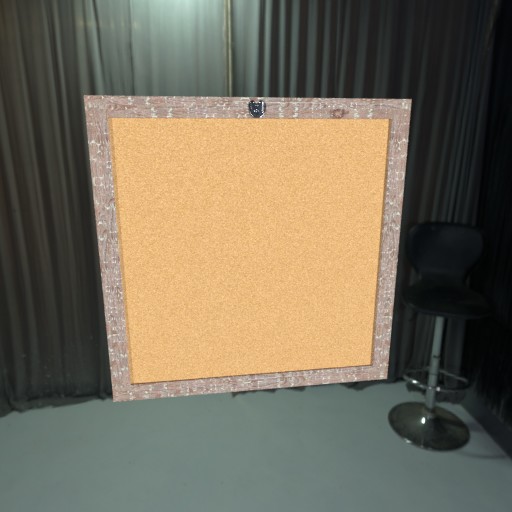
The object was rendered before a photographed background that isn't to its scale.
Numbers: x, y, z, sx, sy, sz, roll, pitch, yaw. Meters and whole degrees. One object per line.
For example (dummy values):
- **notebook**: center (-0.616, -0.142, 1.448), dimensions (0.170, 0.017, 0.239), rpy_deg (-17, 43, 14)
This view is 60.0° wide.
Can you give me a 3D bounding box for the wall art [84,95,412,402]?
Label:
- **wall art**: center (0.000, 0.000, 0.570), dimensions (0.384, 0.384, 0.012), rpy_deg (-2, 16, -8)
